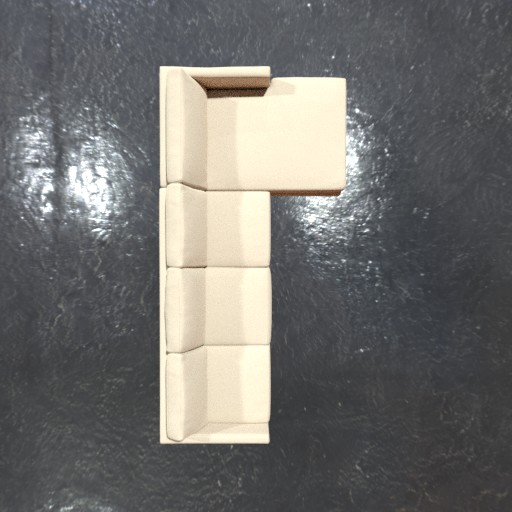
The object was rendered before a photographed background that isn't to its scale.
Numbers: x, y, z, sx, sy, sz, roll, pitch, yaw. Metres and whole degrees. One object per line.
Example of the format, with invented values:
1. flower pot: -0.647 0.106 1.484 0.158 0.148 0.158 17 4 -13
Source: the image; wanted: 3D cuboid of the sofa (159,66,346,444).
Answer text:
1. sofa: 0.000 0.000 3.951 1.625 0.861 3.186 0 91 0
